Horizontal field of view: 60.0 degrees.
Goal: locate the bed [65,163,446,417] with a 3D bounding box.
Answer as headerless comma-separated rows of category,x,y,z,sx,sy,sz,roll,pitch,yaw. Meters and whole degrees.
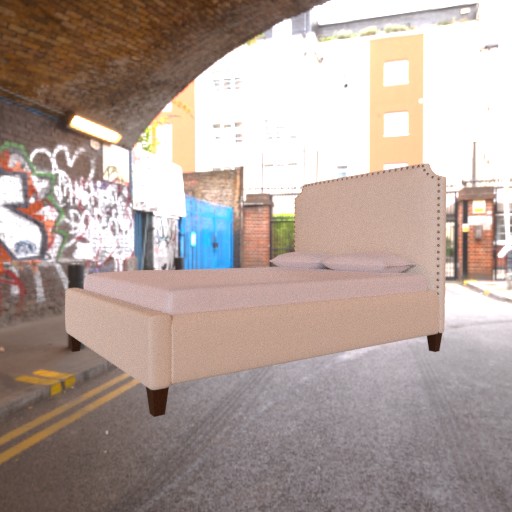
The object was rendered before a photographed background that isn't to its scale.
bed,0.000,0.000,3.359,2.372,1.443,1.712,-1,1,-35
